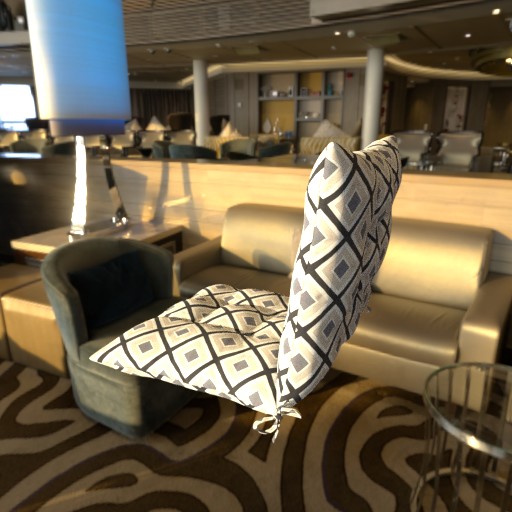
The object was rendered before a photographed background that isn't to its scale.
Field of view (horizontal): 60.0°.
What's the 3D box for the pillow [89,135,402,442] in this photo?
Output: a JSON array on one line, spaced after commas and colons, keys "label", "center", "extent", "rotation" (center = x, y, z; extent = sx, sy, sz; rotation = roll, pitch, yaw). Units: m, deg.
[{"label": "pillow", "center": [0.000, 0.000, 1.021], "extent": [0.585, 0.536, 0.541], "rotation": [8, 19, 25]}]
